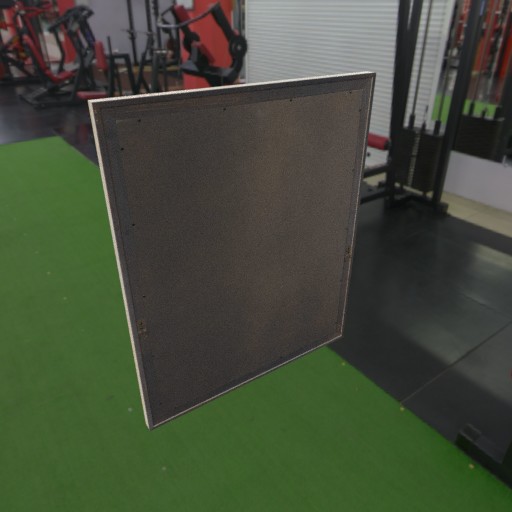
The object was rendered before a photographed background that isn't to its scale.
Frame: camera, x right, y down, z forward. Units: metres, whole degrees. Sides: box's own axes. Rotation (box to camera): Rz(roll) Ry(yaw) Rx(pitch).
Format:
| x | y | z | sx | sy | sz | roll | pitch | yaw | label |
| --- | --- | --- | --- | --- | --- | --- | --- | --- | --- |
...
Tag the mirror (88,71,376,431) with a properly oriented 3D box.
| x | y | z | sx | sy | sz | roll | pitch | yaw | label |
| --- | --- | --- | --- | --- | --- | --- | --- | --- | --- |
| 0.000 | 0.000 | 1.207 | 0.730 | 0.882 | 0.032 | -18 | 34 | -29 | mirror |
